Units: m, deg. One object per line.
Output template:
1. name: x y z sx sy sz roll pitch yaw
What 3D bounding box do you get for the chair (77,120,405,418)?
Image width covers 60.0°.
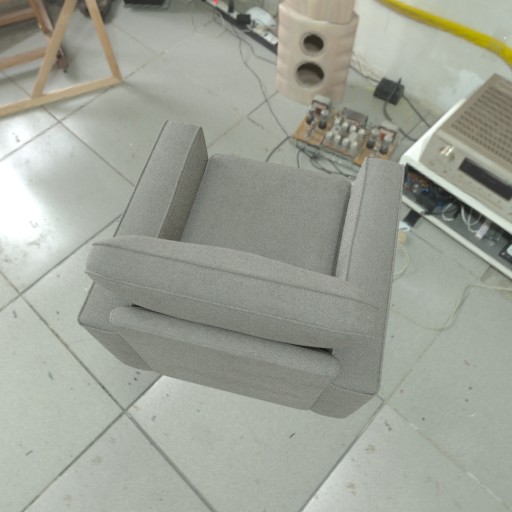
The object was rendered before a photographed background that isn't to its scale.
1. chair: 0.000 0.000 1.741 1.015 0.965 0.939 12 64 6
